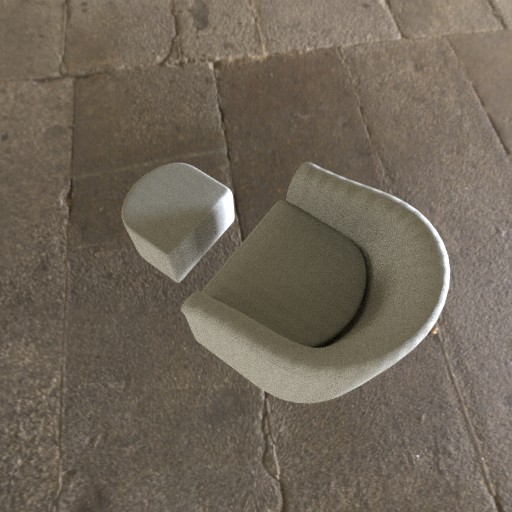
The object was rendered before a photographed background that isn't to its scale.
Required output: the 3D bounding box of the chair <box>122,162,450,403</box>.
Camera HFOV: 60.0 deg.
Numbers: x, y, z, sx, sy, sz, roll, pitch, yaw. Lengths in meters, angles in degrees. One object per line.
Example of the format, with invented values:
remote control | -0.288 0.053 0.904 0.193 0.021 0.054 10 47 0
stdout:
chair | 0.000 0.000 1.751 1.288 0.757 0.756 33 68 15
